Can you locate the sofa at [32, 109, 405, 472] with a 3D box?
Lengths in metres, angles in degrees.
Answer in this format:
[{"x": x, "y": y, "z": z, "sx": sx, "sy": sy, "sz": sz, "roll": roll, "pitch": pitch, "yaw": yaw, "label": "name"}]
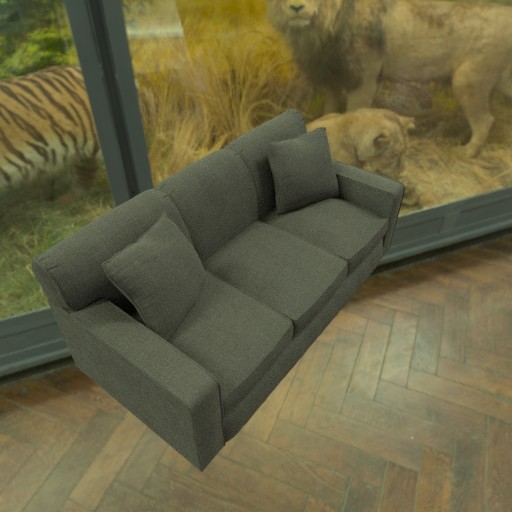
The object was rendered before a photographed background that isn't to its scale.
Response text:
[{"x": 0.000, "y": 0.000, "z": 2.587, "sx": 0.997, "sy": 0.958, "sz": 2.024, "roll": 27, "pitch": 48, "yaw": 27, "label": "sofa"}]
